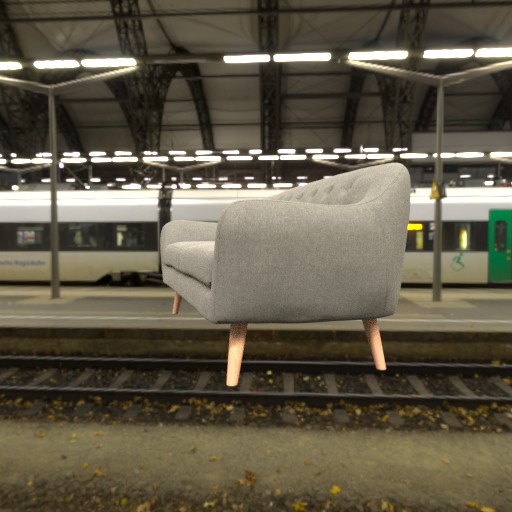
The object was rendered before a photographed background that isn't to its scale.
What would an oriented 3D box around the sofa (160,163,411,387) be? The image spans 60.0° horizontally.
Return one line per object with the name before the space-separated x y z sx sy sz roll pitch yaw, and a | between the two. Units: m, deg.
sofa | 0.000 0.000 2.310 0.820 0.820 1.840 -1 2 -18
